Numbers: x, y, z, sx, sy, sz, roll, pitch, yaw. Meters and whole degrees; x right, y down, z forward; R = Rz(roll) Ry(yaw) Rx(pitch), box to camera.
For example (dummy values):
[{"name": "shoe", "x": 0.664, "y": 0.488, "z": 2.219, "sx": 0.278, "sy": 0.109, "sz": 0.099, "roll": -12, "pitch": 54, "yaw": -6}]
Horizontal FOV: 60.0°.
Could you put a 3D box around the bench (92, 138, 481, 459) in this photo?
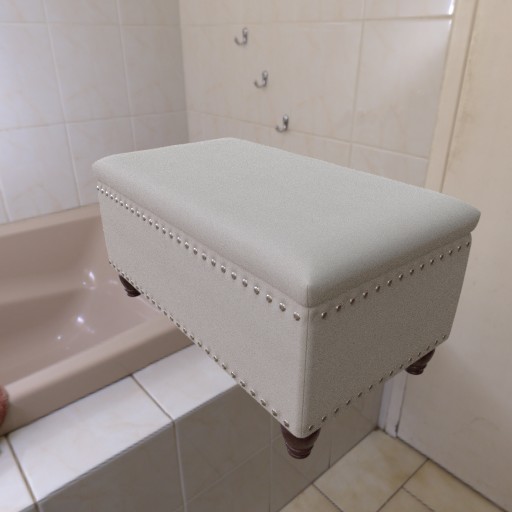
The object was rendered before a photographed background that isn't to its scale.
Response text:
[{"name": "bench", "x": 0.000, "y": 0.000, "z": 1.173, "sx": 0.500, "sy": 0.449, "sz": 0.887, "roll": -19, "pitch": 32, "yaw": -34}]
